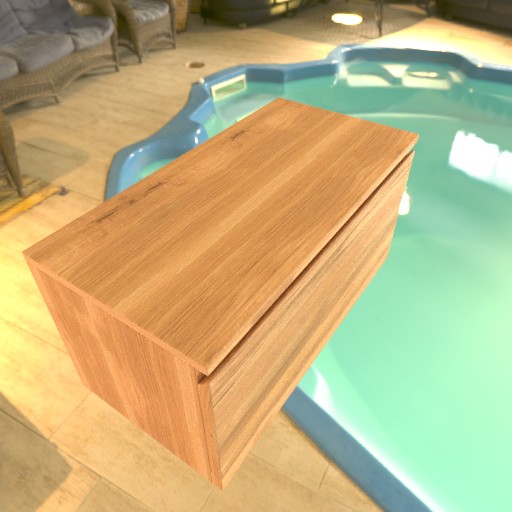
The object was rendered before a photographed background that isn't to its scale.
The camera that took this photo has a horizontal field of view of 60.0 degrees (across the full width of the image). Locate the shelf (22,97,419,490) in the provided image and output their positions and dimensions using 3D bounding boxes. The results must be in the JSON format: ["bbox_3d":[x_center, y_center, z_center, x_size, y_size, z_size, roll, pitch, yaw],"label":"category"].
[{"bbox_3d":[0.000,0.000,1.033,0.400,0.400,0.800,25,47,25],"label":"shelf"}]
